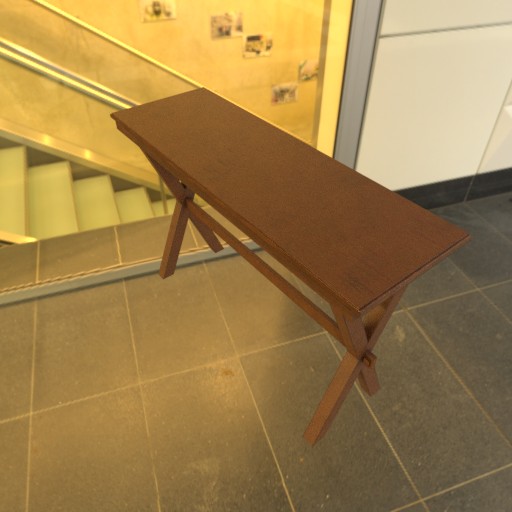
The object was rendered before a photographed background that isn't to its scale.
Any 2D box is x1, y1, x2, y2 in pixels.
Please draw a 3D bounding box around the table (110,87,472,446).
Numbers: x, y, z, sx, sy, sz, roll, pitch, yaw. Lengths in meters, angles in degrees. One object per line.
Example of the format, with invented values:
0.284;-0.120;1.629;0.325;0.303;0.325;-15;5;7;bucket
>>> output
0.000;0.000;1.588;0.399;0.763;1.197;-28;49;-27;table
